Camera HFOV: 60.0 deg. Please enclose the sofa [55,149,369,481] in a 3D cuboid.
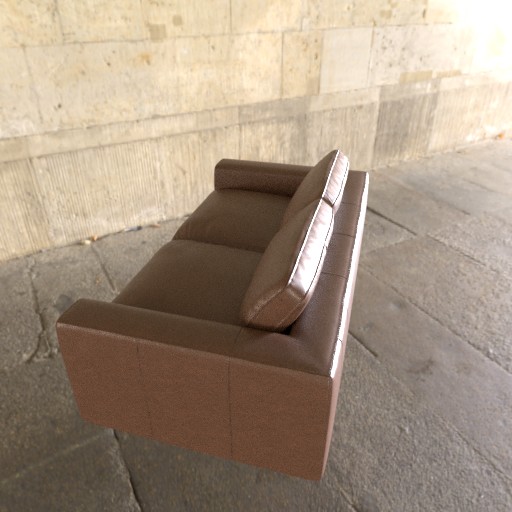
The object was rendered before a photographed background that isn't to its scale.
[{"bbox_3d":[0.000,0.000,2.382,1.070,0.800,1.920,8,32,13],"label":"sofa"}]
